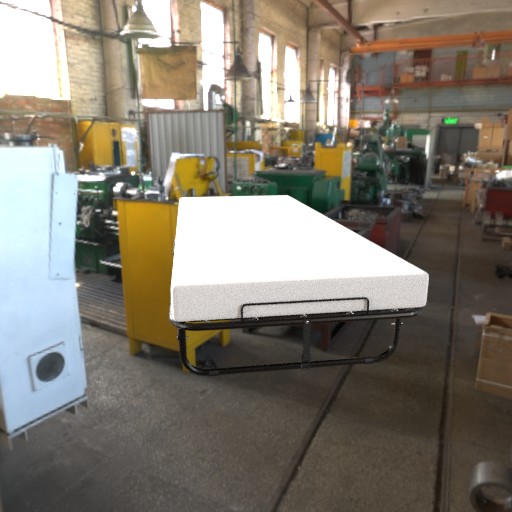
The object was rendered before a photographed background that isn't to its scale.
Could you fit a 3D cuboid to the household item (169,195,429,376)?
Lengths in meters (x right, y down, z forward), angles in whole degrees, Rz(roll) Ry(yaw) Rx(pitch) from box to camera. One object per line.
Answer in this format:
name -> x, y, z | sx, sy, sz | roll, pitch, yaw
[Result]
household item -> 0.000, 0.000, 2.169 | 0.787, 0.356, 1.905 | -2, 15, -8
